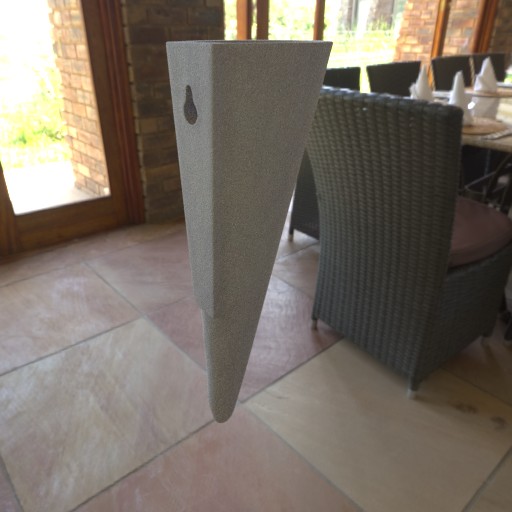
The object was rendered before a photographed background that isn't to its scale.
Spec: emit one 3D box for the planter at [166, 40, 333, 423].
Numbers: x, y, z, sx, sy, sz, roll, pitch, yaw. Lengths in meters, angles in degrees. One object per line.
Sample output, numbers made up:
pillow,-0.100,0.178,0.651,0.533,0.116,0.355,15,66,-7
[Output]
planter,0.000,0.000,0.297,0.087,0.259,0.078,-19,33,-33
